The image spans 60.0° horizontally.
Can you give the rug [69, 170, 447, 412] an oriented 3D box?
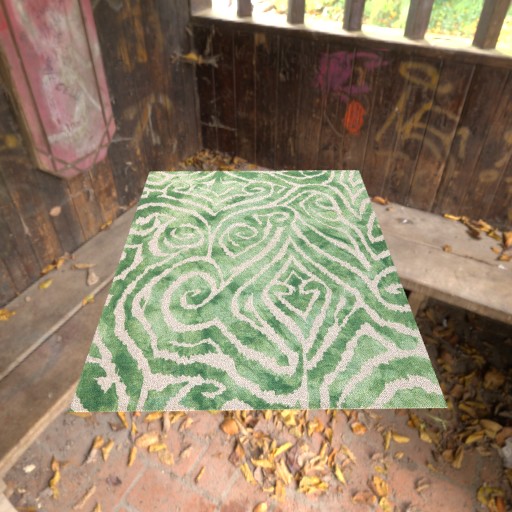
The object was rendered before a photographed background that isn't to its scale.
[{"bbox_3d":[0.000,0.000,4.008,2.436,0.007,3.045,0,40,-1],"label":"rug"}]
